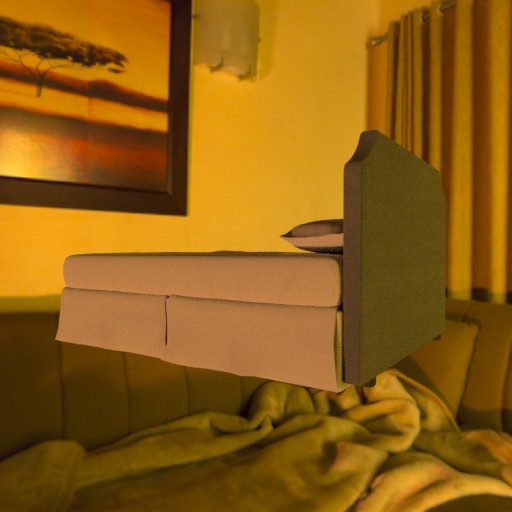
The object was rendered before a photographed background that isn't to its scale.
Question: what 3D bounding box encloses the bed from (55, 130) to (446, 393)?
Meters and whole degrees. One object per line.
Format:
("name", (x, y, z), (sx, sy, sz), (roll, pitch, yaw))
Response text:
("bed", (0.000, 0.000, 3.516), (2.464, 1.306, 1.977), (0, 0, 35))
